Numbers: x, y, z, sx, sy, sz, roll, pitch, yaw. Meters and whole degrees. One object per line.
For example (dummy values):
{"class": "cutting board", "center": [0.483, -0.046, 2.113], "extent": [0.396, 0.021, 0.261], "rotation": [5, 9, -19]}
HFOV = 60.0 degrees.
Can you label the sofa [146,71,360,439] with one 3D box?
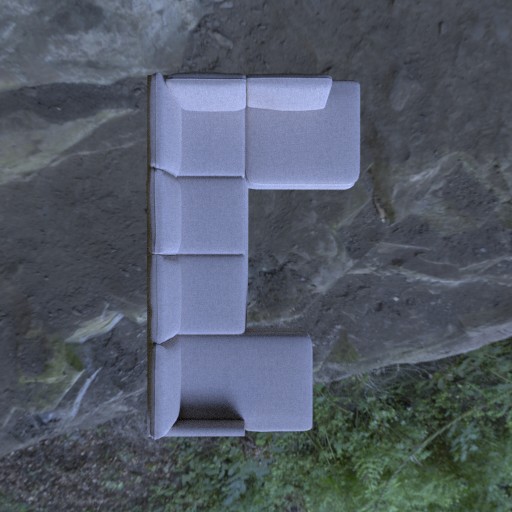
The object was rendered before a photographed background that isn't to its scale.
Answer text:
{"class": "sofa", "center": [0.000, 0.000, 4.332], "extent": [2.021, 0.996, 3.423], "rotation": [0, 90, -1]}
